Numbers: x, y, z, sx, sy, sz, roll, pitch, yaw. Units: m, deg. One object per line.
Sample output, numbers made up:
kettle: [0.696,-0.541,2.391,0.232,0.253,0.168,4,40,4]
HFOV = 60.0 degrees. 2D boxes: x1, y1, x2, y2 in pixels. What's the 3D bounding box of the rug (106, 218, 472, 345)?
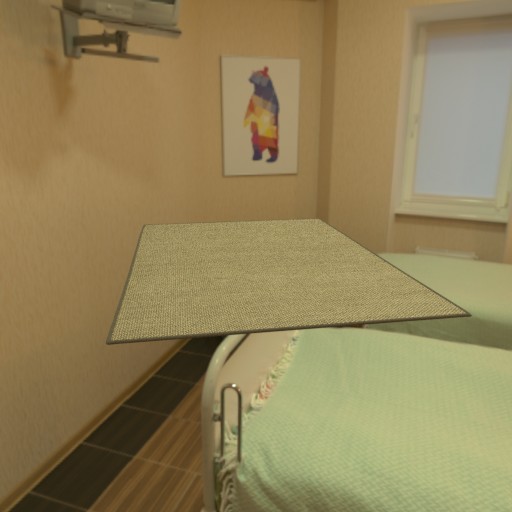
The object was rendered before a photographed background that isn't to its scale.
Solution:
rug: [0.000,0.000,2.787,1.523,0.012,2.133,-3,16,-10]
